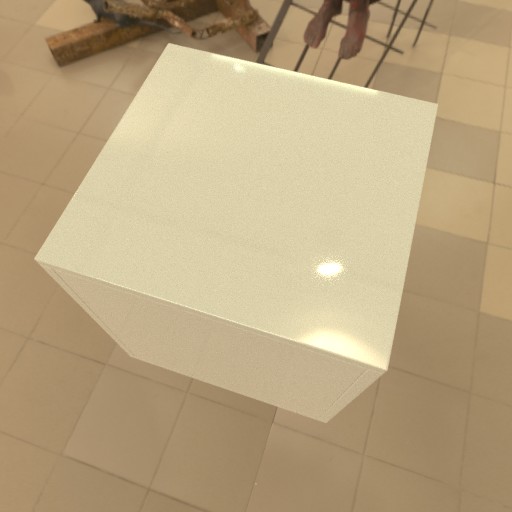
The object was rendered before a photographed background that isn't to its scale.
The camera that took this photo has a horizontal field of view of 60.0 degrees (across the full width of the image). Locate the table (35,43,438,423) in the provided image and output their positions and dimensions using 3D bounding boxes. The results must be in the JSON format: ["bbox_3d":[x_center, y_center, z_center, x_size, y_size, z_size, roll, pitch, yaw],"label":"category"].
[{"bbox_3d":[0.000,0.000,0.788,0.420,0.470,0.400,16,64,8],"label":"table"}]
